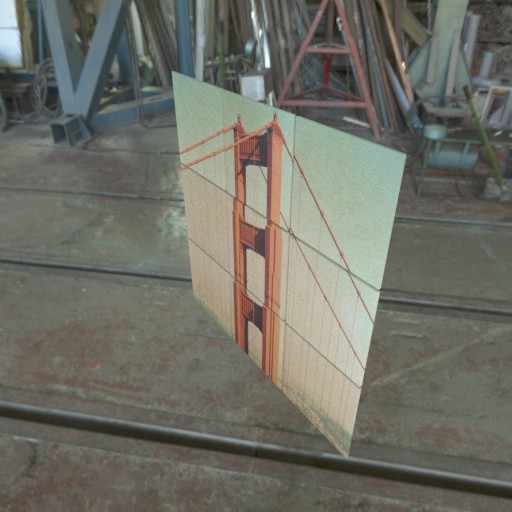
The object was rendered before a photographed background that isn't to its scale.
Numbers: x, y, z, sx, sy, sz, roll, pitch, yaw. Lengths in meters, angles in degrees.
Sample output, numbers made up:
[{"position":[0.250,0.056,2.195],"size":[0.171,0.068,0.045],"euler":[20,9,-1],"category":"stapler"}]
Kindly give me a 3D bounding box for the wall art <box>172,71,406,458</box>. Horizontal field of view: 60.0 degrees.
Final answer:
[{"position":[0.000,0.000,2.240],"size":[0.013,1.523,1.517],"euler":[-21,39,-29],"category":"wall art"}]
